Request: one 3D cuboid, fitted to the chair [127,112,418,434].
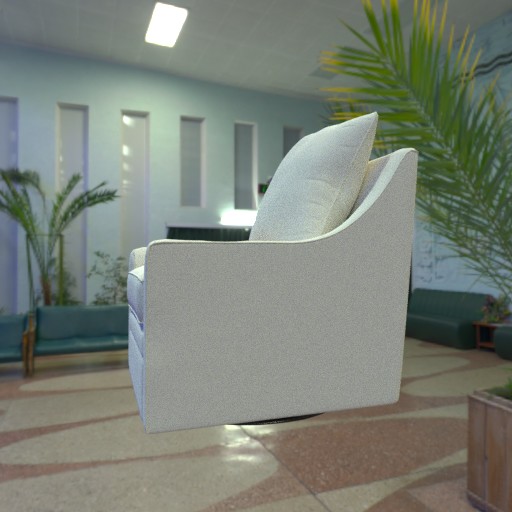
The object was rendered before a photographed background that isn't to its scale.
[{"bbox_3d":[0.000,0.000,1.610,0.876,0.965,0.756,0,-1,-19],"label":"chair"}]
